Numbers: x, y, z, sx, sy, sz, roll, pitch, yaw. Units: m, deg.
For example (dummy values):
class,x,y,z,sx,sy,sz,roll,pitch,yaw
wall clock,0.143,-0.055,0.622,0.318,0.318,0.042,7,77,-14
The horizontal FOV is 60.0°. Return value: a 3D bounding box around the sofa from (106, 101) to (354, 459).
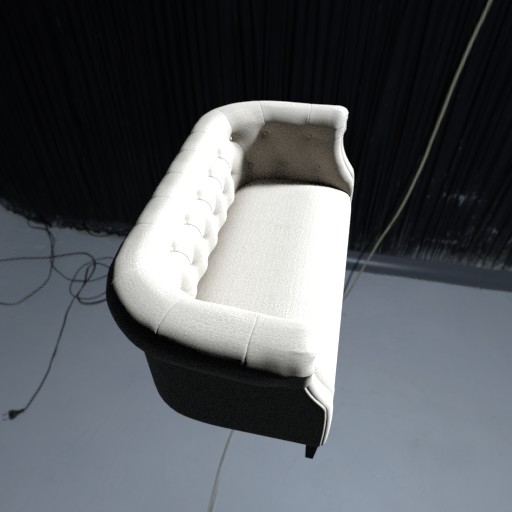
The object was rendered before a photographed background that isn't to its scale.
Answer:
class,x,y,z,sx,sy,sz,roll,pitch,yaw
sofa,0.000,0.000,2.031,0.835,0.827,1.558,9,46,8
